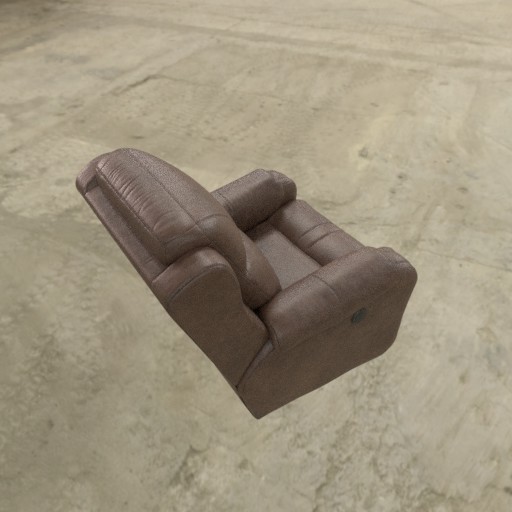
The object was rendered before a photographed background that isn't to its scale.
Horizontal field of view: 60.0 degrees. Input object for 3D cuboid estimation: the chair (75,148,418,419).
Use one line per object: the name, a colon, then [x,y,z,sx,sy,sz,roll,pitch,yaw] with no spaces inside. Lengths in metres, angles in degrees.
chair: [0.000,0.000,1.813,1.067,0.990,0.940,-25,46,-26]
